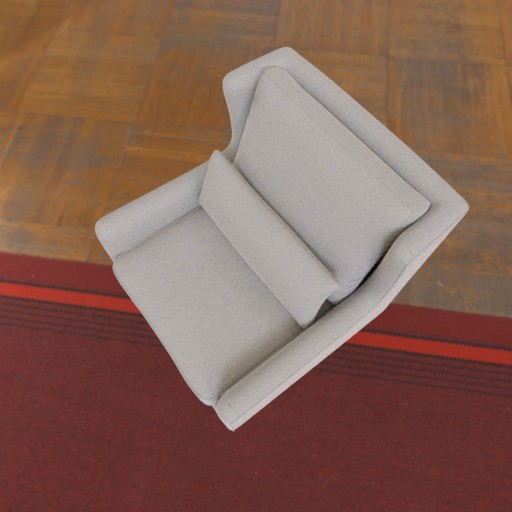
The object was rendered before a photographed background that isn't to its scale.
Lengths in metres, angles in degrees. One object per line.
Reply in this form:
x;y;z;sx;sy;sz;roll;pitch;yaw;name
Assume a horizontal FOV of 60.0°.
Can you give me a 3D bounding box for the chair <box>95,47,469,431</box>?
0.000;0.000;1.867;1.040;1.056;0.982;-34;69;-15;chair
